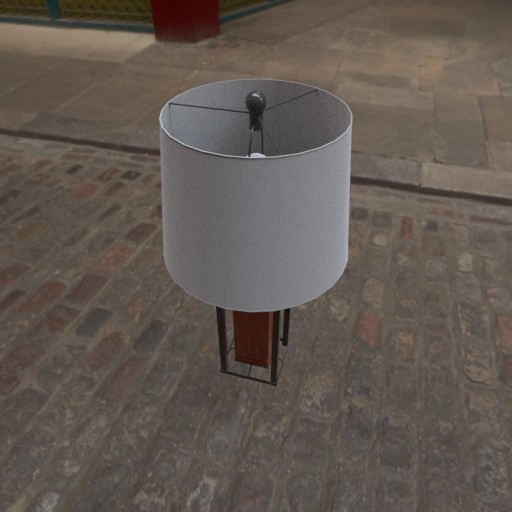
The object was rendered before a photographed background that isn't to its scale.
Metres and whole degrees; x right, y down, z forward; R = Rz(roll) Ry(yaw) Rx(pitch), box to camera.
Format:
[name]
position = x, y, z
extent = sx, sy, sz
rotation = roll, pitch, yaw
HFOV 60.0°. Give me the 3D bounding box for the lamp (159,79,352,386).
[lamp]
position = 0.000, 0.000, 0.795
extent = 0.320, 0.591, 0.320
rotation = 0, 41, 0
